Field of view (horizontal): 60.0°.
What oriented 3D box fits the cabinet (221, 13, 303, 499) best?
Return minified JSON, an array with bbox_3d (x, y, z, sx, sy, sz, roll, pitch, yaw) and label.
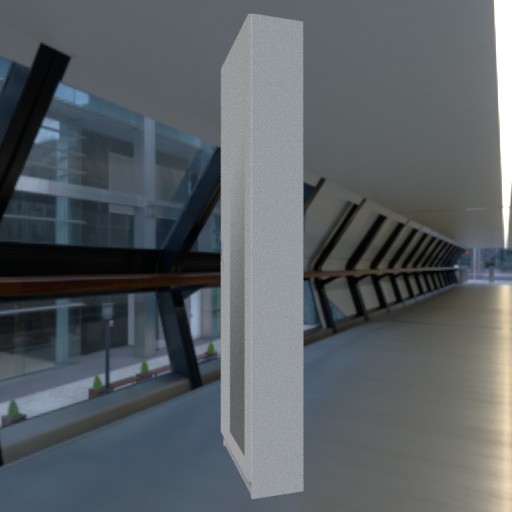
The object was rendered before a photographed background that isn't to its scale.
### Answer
[{"bbox_3d":[0.000,0.000,1.898,0.230,1.790,0.500,0,0,-16],"label":"cabinet"}]
